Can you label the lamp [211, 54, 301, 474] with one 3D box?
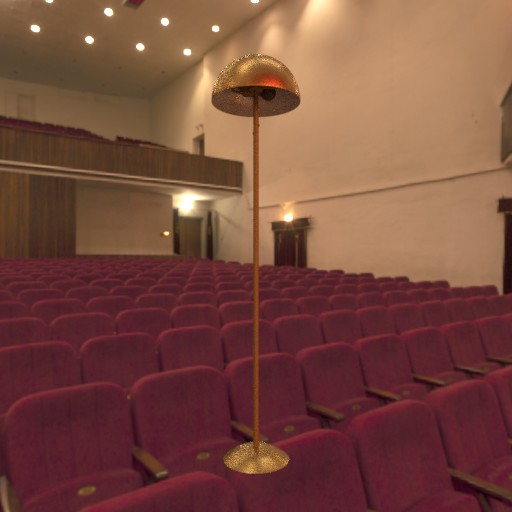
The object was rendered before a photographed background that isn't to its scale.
[{"bbox_3d":[0.000,0.000,1.631,0.328,1.480,0.328,1,-1,-36],"label":"lamp"}]
